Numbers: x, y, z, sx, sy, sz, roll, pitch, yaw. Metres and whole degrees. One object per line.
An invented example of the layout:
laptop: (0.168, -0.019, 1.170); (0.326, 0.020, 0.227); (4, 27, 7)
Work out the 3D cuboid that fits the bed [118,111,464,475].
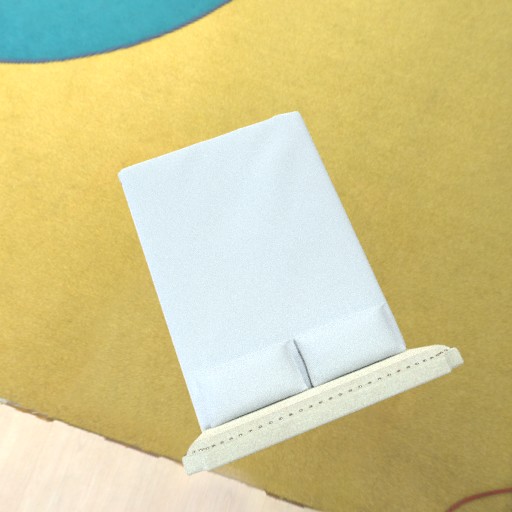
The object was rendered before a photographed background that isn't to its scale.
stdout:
bed: (0.000, 0.000, 3.378); (1.713, 1.457, 2.381); (-20, 76, -5)
